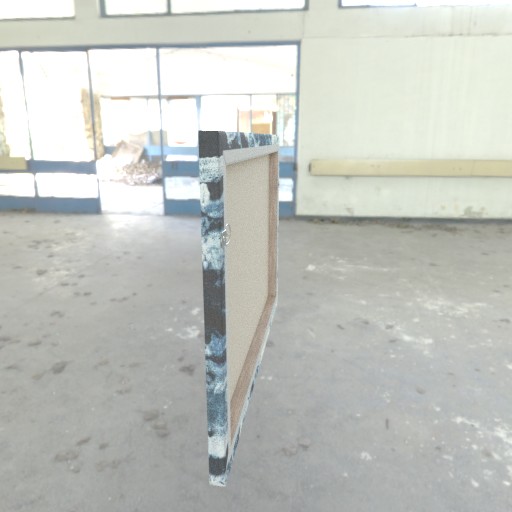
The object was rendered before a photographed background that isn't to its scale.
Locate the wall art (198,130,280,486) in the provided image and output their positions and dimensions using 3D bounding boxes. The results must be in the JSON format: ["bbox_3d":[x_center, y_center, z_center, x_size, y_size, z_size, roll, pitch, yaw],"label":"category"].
[{"bbox_3d":[0.000,0.000,1.911,0.055,1.017,1.524,2,15,8],"label":"wall art"}]
